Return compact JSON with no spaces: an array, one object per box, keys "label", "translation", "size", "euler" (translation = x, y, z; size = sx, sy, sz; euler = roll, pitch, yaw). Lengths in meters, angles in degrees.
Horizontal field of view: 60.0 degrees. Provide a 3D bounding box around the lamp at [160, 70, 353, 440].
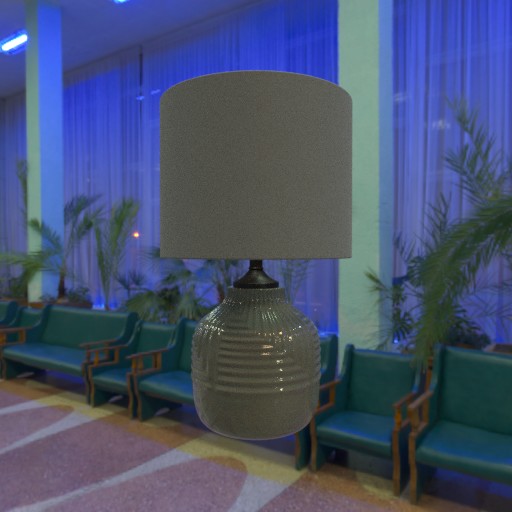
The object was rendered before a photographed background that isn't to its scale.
[{"label":"lamp","translation":[0.000,0.000,0.751],"size":[0.318,0.567,0.318],"euler":[0,1,0]}]
